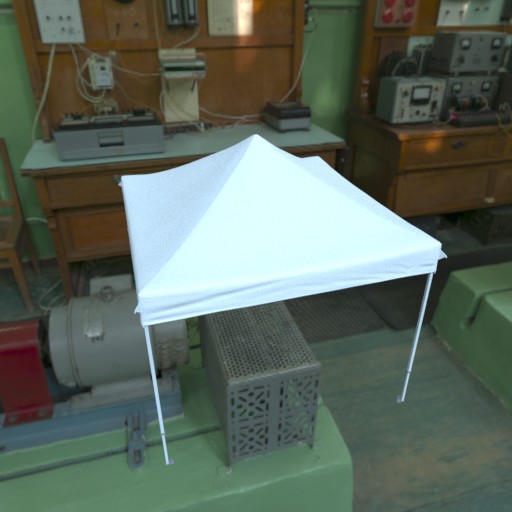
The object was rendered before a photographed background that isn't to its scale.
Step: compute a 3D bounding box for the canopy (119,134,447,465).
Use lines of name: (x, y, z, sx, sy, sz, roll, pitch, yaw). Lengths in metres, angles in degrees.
canopy: (0.000, 0.000, 5.477, 2.994, 2.998, 2.996, -9, 31, -15)
